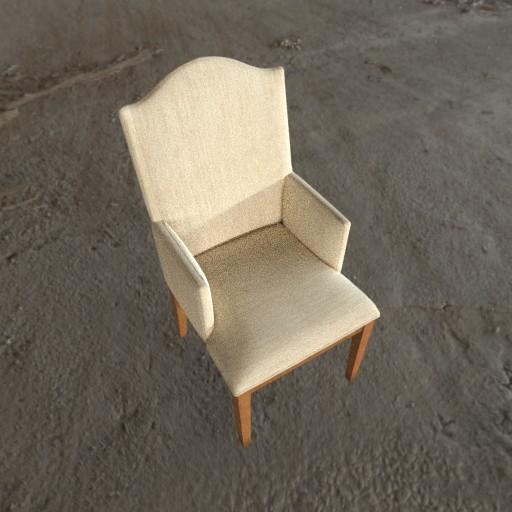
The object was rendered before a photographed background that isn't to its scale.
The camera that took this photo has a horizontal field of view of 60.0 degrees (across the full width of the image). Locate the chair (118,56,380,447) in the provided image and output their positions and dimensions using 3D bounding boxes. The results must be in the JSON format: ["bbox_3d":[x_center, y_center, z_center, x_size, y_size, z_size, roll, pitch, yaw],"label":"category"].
[{"bbox_3d":[0.000,0.000,1.385,0.533,1.016,0.641,-24,50,-21],"label":"chair"}]
